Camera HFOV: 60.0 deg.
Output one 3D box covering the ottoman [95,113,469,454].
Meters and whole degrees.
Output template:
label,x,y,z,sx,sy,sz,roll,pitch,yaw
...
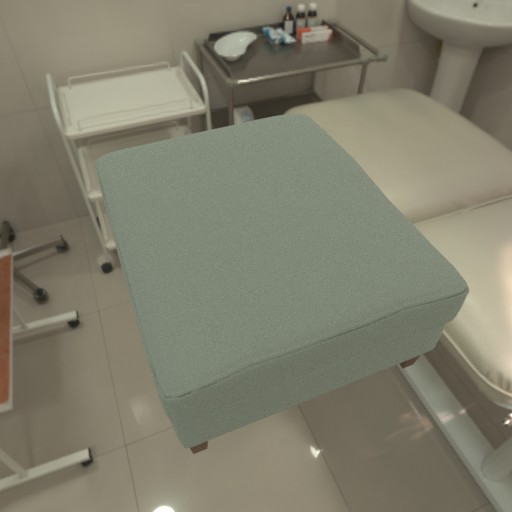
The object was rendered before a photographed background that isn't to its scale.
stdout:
label,x,y,z,sx,sy,sz,roll,pitch,yaw
ottoman,0.000,0.000,1.489,0.842,0.494,0.991,-17,49,-15
